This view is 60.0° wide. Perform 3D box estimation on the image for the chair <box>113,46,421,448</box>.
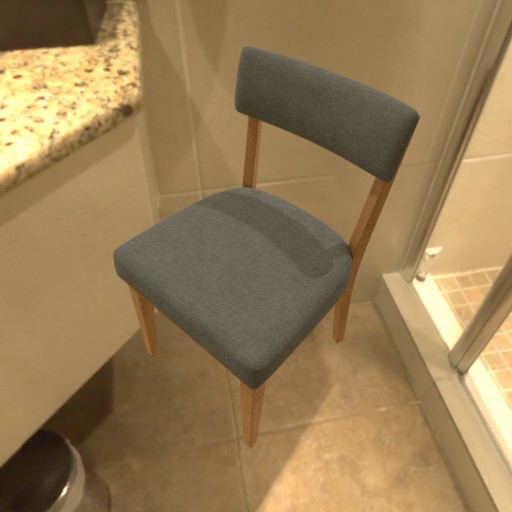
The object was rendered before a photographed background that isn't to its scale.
[{"bbox_3d":[0.000,0.000,1.179,0.508,0.832,0.572,34,56,27],"label":"chair"}]
